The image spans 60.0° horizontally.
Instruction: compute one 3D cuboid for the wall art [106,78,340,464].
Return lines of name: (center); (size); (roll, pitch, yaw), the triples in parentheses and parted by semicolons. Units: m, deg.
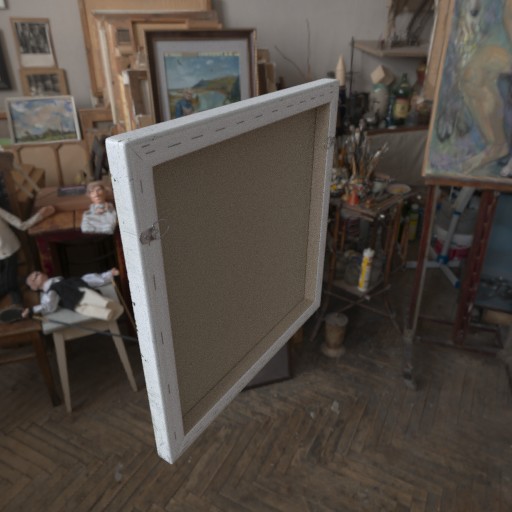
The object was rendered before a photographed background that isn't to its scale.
wall art: (0.000, 0.000, 0.908); (0.040, 0.611, 0.610); (19, 35, 29)
